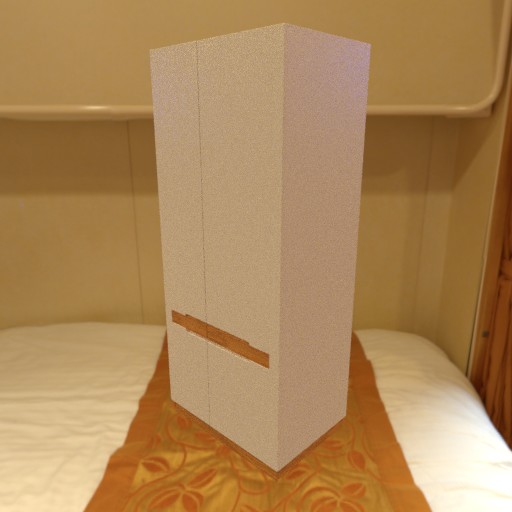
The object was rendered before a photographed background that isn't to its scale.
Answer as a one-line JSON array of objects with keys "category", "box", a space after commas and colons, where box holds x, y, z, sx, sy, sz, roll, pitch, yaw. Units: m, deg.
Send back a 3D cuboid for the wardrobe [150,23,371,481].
[{"category": "wardrobe", "box": [0.000, 0.000, 2.367, 0.860, 2.040, 0.600, 15, 22, 42]}]
